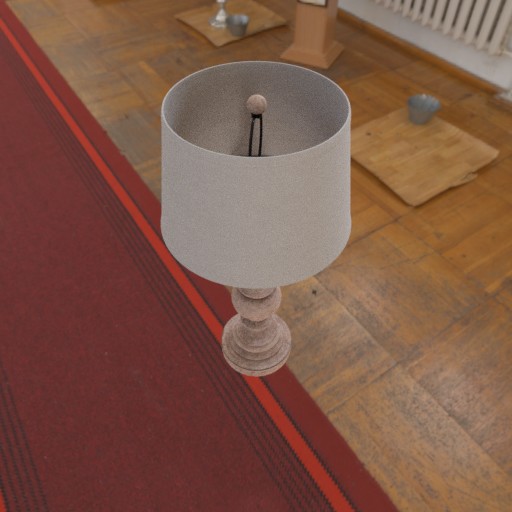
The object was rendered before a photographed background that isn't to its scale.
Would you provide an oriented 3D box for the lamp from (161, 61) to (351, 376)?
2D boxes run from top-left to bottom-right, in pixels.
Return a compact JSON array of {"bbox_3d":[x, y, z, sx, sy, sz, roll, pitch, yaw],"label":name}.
[{"bbox_3d":[0.000,0.000,0.882,0.340,0.678,0.340,0,48,0],"label":"lamp"}]
